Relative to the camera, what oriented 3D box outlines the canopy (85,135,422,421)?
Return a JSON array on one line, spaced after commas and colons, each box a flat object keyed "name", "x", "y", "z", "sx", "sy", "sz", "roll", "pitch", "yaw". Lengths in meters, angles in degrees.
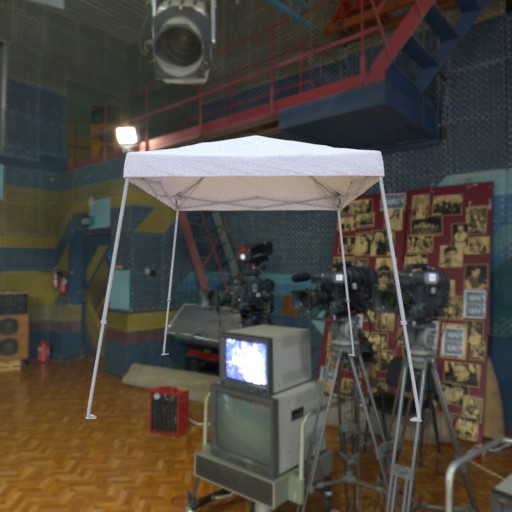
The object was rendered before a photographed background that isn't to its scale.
[{"name": "canopy", "x": 0.000, "y": 0.000, "z": 5.209, "sx": 2.849, "sy": 2.850, "sz": 2.850, "roll": 0, "pitch": -2, "yaw": 1}]
